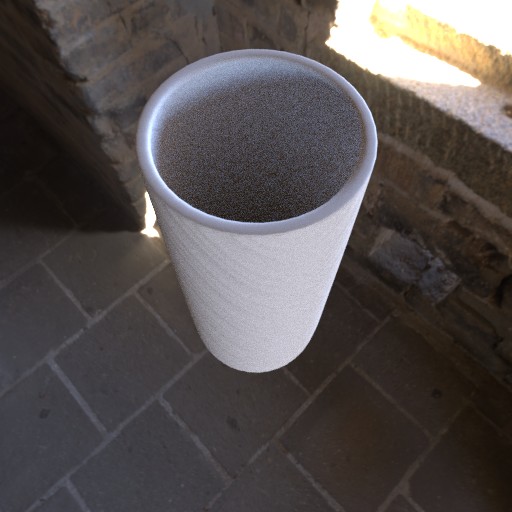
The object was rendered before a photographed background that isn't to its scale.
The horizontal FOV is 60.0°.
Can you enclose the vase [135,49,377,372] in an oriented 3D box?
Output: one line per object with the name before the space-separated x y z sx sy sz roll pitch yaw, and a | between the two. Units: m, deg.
vase | 0.000 0.000 0.392 0.143 0.316 0.143 0 63 0
